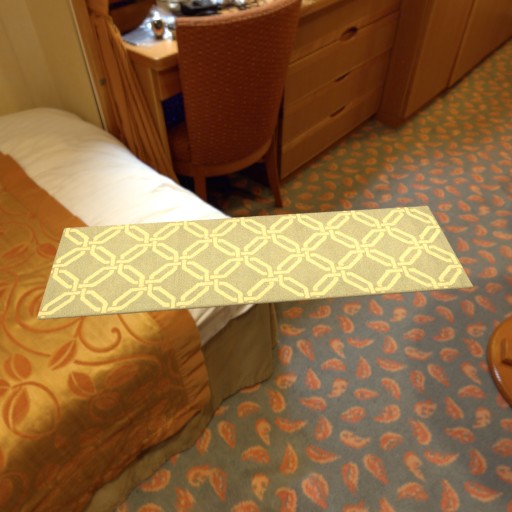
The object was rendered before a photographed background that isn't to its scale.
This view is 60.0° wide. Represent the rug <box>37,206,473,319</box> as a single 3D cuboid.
[{"bbox_3d":[0.000,0.000,2.532,2.276,0.014,0.678,-4,46,-4],"label":"rug"}]
